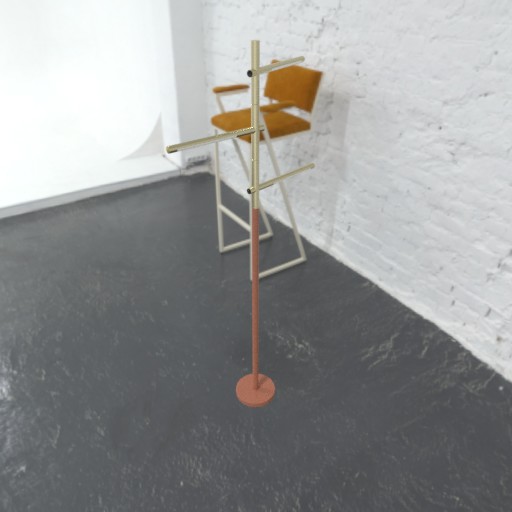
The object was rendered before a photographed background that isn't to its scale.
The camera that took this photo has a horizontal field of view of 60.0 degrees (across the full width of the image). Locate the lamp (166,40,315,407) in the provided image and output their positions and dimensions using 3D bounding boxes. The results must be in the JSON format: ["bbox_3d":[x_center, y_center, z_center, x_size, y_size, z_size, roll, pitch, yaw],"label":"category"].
[{"bbox_3d":[0.000,0.000,1.940,0.209,1.704,0.737,21,37,30],"label":"lamp"}]
